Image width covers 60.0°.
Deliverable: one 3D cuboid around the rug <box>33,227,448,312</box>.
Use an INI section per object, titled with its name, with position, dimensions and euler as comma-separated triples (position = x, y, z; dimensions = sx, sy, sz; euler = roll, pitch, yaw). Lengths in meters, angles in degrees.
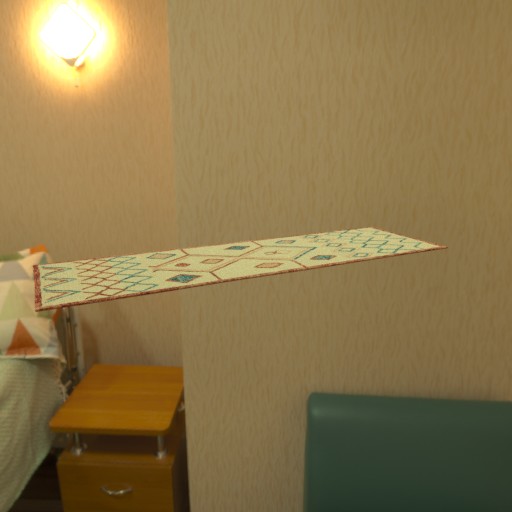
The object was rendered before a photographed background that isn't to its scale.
[rug]
position = 0.000, 0.000, 2.696
dimensions = 2.435, 0.011, 0.750
euler = -7, 17, -26
